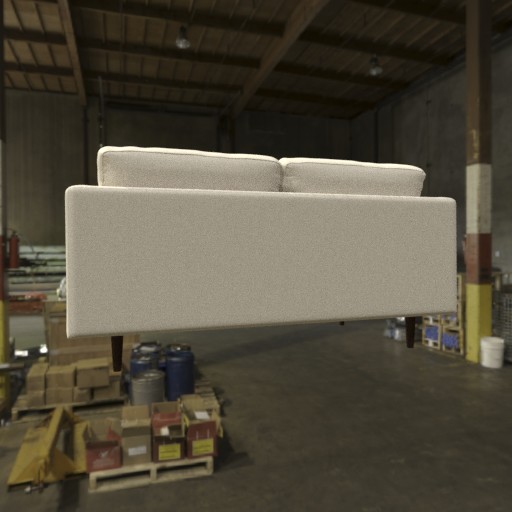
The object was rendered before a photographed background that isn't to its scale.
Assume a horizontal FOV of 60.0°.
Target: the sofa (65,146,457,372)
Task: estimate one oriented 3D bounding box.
[{"bbox_3d":[0.000,0.000,2.261,1.713,0.893,0.940,0,1,-18],"label":"sofa"}]
